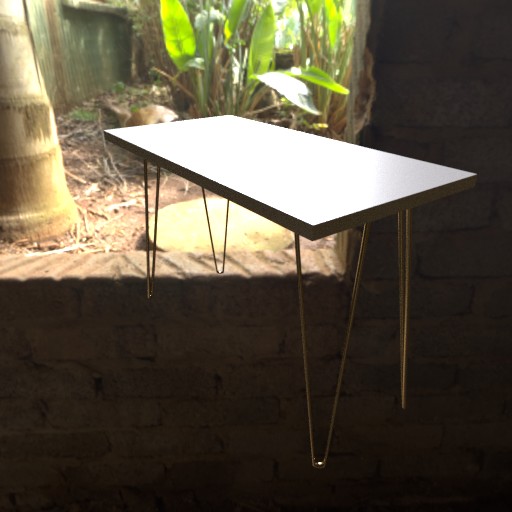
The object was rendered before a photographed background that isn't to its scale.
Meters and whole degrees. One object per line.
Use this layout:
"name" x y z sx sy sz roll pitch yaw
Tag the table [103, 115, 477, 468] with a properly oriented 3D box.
"table" 0.000 0.000 1.362 0.498 0.660 0.991 -18 32 -32
